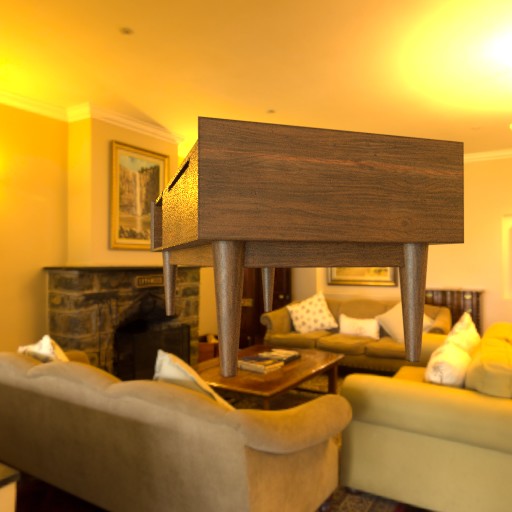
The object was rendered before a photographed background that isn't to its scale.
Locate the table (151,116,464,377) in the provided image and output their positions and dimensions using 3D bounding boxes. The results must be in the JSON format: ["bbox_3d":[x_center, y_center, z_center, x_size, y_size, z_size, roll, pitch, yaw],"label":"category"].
[{"bbox_3d":[0.000,0.000,1.499,0.610,0.508,1.221,0,-1,-17],"label":"table"}]
